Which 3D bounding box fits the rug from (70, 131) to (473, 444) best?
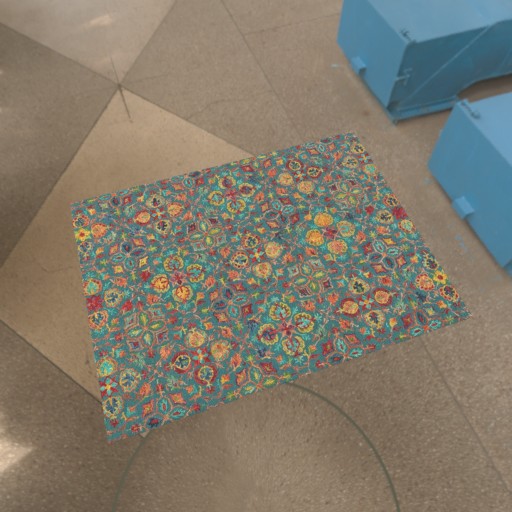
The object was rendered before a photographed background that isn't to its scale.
[{"bbox_3d":[0.000,0.000,4.221,3.204,0.025,2.434,-16,60,-10],"label":"rug"}]
